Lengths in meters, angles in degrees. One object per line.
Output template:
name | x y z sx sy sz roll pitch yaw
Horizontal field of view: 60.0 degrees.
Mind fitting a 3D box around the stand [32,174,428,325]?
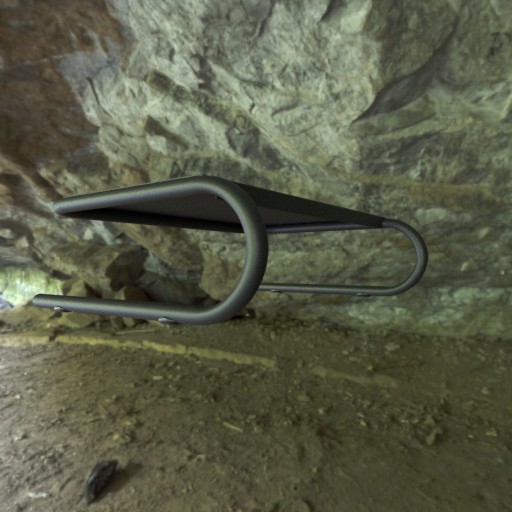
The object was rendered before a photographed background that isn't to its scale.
stand | 0.000 0.000 0.503 0.280 0.108 0.370 -1 -1 37
